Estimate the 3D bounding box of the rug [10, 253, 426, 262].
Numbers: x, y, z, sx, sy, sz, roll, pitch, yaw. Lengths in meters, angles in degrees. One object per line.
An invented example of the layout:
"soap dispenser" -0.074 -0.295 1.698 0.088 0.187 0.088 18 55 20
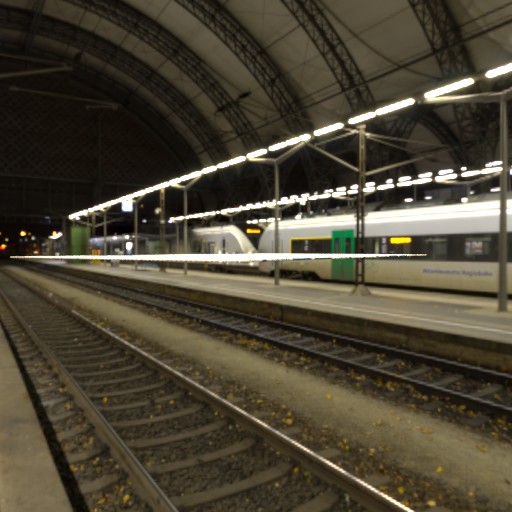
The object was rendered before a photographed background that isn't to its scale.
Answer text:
"rug" 0.000 0.000 2.931 1.532 0.010 2.441 1 1 36
